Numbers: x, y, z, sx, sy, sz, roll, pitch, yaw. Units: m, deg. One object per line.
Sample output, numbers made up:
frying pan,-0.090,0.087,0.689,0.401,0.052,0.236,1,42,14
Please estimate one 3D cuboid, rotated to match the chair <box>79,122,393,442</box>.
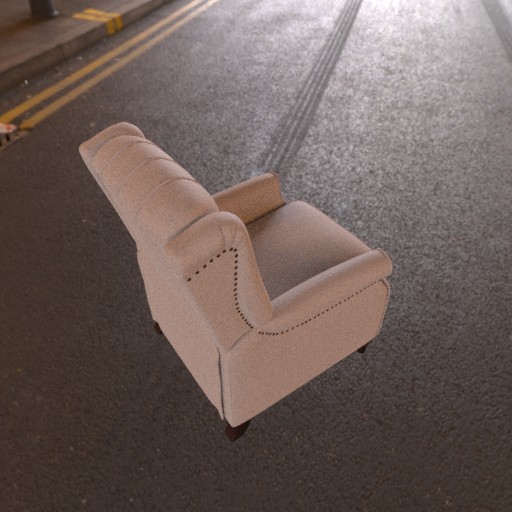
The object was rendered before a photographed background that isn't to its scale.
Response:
chair,0.000,0.000,1.655,0.902,1.035,0.742,-25,47,-25
